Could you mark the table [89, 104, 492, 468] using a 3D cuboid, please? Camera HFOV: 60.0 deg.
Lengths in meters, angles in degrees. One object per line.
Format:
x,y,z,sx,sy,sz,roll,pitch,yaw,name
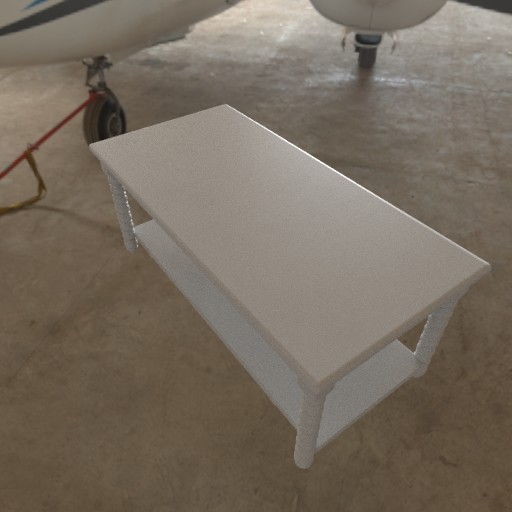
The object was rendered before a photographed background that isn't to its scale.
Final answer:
0.000,0.000,1.460,0.580,0.487,1.171,-26,48,-26,table
